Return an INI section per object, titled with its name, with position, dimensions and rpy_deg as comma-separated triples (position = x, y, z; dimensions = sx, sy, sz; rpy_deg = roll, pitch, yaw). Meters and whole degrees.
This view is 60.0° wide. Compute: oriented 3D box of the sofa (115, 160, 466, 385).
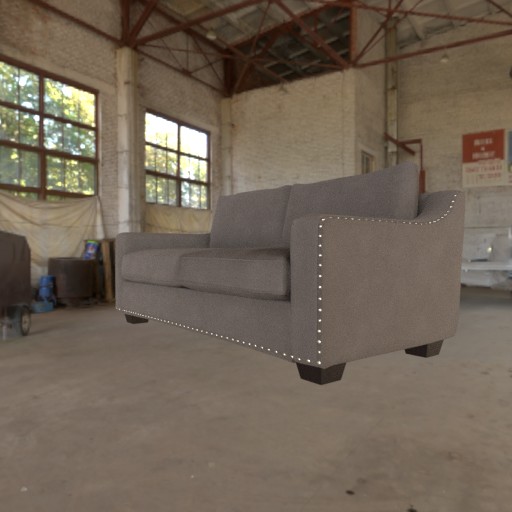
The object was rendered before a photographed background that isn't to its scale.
[sofa]
position = 0.000, 0.000, 3.353
dimensions = 1.336, 1.196, 2.550
rpy_deg = 0, 1, -38
